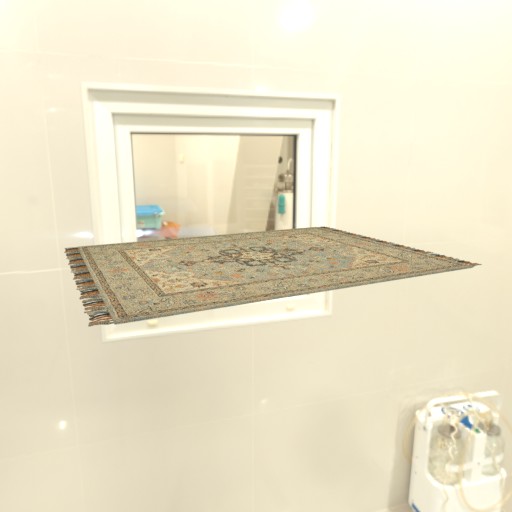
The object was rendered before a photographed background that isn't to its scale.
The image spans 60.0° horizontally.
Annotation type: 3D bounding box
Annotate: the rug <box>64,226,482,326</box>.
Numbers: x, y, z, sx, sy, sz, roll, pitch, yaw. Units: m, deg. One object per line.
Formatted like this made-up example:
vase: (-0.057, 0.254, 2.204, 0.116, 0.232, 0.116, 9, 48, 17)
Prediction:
rug: (0.000, 0.000, 2.243, 1.730, 0.009, 1.278, -6, 14, -25)
